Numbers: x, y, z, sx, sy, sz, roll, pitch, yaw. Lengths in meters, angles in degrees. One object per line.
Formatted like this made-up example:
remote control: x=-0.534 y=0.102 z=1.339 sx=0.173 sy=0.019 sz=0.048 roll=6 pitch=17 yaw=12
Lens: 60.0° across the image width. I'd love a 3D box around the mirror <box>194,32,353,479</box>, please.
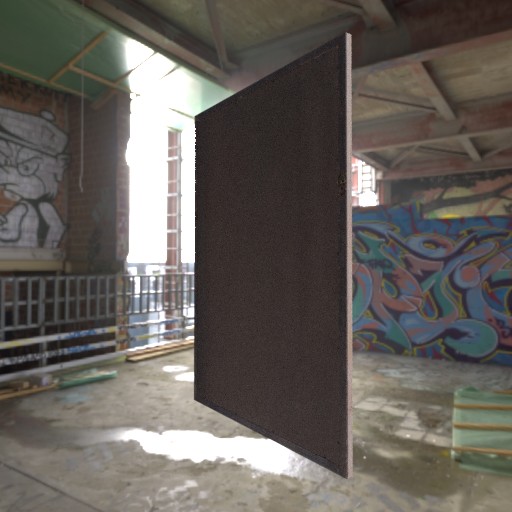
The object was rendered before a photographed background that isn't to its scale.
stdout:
mirror: x=0.000 y=0.000 z=1.275 sx=0.025 sy=0.996 sz=0.705 roll=1 pitch=-1 yaw=-36
